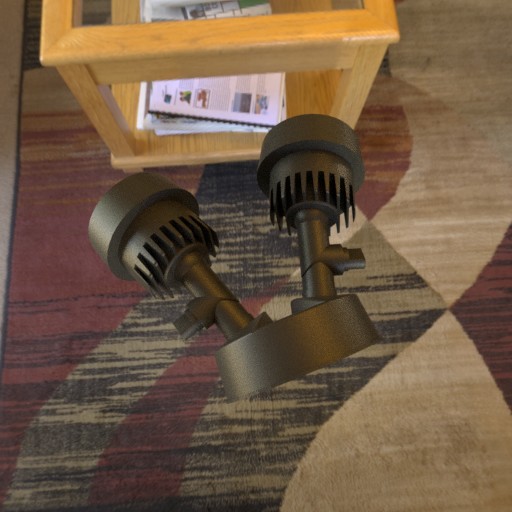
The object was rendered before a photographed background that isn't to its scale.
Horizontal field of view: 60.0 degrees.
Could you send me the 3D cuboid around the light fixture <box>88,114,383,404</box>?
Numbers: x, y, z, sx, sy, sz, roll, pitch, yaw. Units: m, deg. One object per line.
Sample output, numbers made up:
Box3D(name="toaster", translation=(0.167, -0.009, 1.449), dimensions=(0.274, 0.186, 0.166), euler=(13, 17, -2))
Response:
Box3D(name="light fixture", translation=(0.000, 0.000, 0.312), dimensions=(0.213, 0.120, 0.168), euler=(-21, 77, -5))
